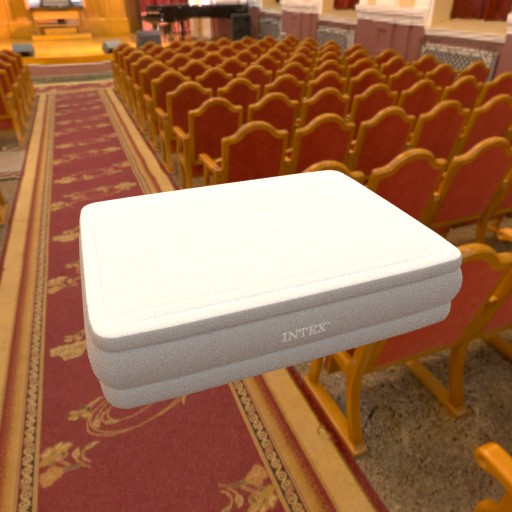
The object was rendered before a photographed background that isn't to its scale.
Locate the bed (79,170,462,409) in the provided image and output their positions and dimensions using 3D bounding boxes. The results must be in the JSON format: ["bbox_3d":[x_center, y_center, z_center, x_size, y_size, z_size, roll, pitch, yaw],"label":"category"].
[{"bbox_3d":[0.000,0.000,2.742,2.036,0.460,1.520,-11,33,-18],"label":"bed"}]
